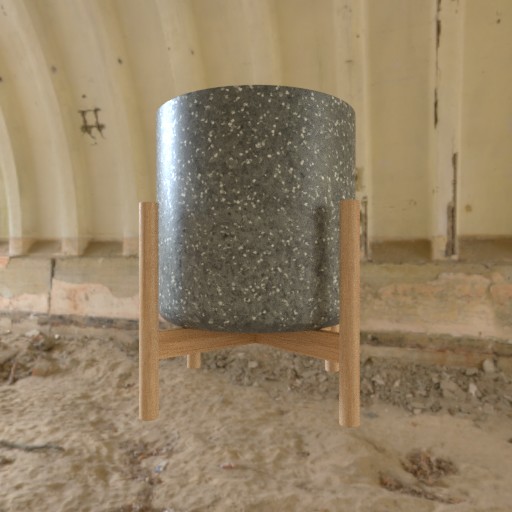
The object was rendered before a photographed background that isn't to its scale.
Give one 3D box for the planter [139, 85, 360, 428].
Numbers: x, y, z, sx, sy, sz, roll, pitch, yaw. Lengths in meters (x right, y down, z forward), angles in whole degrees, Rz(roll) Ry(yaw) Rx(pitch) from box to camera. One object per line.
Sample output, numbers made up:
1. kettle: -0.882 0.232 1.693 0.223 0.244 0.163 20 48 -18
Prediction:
1. planter: 0.000 0.000 0.692 0.360 0.419 0.360 0 0 -17
